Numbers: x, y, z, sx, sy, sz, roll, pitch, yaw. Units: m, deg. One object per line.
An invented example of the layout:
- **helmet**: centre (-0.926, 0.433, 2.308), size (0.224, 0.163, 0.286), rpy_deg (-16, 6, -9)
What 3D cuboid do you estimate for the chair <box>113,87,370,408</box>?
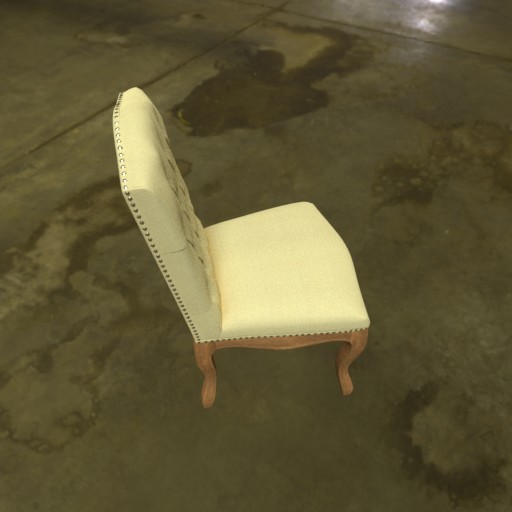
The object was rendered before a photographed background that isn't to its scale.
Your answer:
- **chair**: centre (0.000, 0.000, 1.545), size (0.715, 1.165, 0.623), rpy_deg (-9, 48, -9)
